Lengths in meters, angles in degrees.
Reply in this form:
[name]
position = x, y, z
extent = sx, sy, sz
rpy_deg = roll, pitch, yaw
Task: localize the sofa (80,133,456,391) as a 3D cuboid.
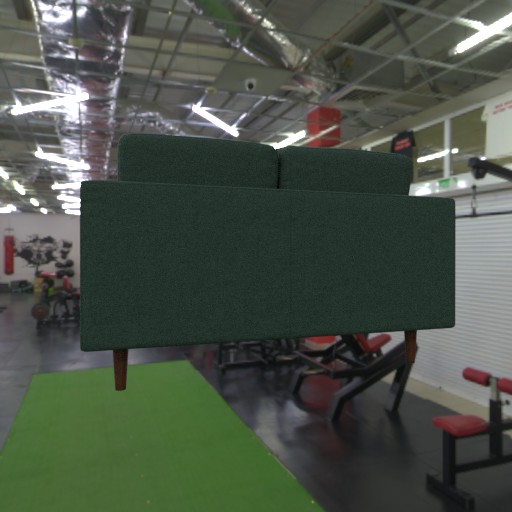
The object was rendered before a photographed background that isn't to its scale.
[sofa]
position = 0.000, 0.000, 1.998
extent = 1.430, 0.899, 0.879
rpy_deg = 0, 0, -18
